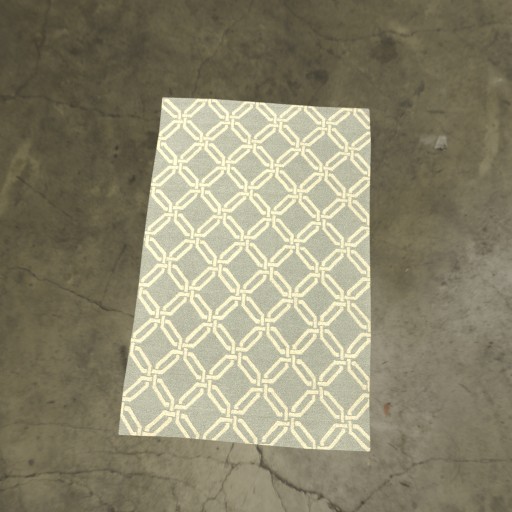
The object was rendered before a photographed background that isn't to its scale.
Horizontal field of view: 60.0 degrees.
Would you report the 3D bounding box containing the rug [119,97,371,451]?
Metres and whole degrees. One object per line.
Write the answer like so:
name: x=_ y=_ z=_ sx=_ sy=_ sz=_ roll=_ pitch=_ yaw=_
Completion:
rug: x=0.000 y=0.000 z=2.214 sx=1.148 sy=0.010 sz=1.754 roll=3 pitch=75 yaw=1
